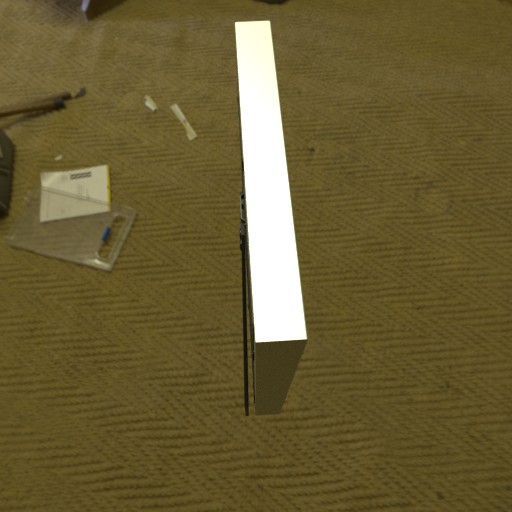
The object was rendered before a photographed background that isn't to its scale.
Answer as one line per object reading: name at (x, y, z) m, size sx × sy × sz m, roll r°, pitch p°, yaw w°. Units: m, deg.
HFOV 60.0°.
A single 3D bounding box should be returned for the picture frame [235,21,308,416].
picture frame at (0.000, 0.000, 0.390) m, size 0.036 × 0.282 × 0.233 m, roll -3°, pitch 64°, yaw -2°
